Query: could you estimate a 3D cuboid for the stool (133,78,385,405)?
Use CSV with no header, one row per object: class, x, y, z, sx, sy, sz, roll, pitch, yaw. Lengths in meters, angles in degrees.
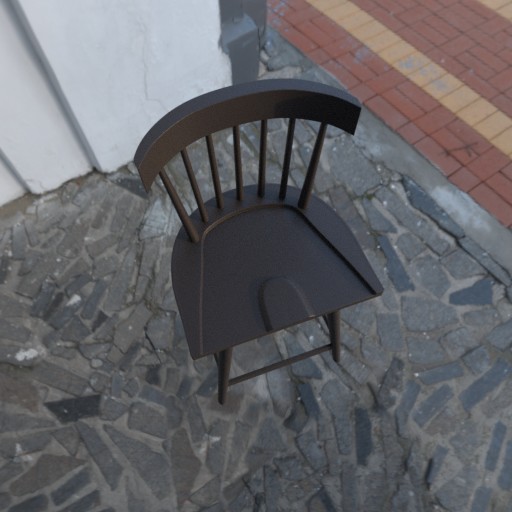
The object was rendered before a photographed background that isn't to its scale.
stool,0.000,0.000,1.262,0.494,0.953,0.549,-18,64,-9
